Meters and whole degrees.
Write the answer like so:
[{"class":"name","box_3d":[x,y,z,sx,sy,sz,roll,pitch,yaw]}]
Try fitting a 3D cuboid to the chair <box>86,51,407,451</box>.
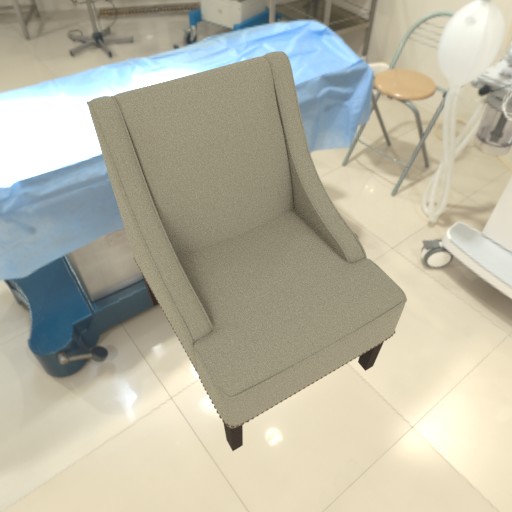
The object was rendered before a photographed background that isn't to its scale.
[{"class":"chair","box_3d":[0.000,0.000,1.354,0.610,0.864,0.737,-24,52,-20]}]
